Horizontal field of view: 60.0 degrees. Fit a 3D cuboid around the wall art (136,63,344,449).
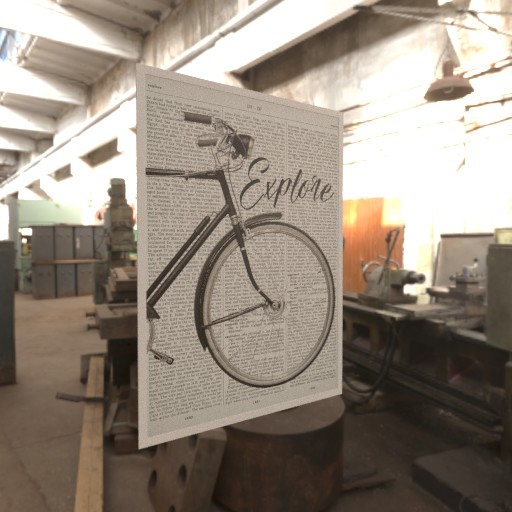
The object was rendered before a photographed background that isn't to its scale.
[{"bbox_3d":[0.000,0.000,0.831,0.457,0.610,0.003,-1,2,-35],"label":"wall art"}]
